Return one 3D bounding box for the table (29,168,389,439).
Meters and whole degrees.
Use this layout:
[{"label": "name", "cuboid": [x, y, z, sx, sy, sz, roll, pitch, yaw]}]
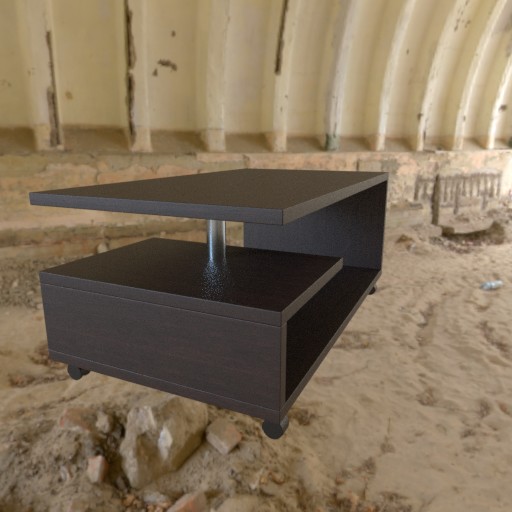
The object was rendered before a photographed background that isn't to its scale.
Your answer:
[{"label": "table", "cuboid": [0.000, 0.000, 1.350, 0.590, 0.460, 1.050, 7, 16, 24]}]
